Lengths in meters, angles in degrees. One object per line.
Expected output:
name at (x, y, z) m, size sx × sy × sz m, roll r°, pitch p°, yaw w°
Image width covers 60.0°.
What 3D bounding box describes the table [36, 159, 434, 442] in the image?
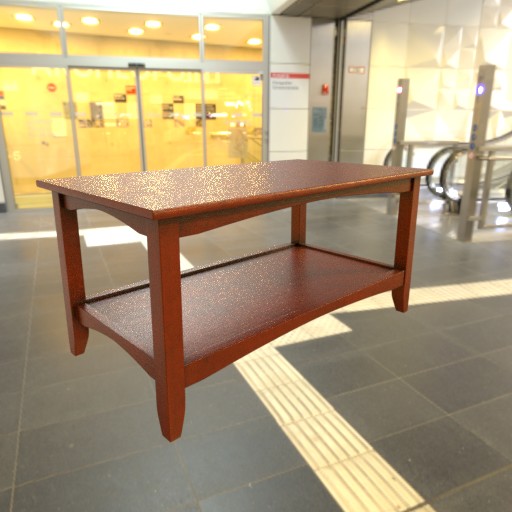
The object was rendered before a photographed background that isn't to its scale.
table at (0.000, 0.000, 1.245) m, size 0.943 × 0.456 × 0.533 m, roll -15°, pitch 22°, yaw -41°
